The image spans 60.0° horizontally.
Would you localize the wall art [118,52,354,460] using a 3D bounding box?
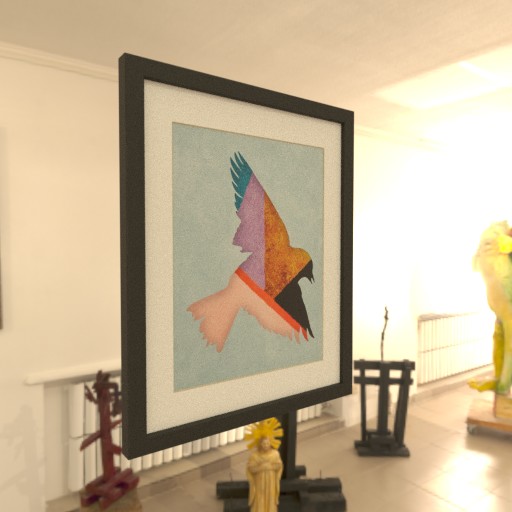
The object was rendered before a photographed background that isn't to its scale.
[{"bbox_3d":[0.000,0.000,0.750,0.457,0.558,0.028,-1,2,-36],"label":"wall art"}]
